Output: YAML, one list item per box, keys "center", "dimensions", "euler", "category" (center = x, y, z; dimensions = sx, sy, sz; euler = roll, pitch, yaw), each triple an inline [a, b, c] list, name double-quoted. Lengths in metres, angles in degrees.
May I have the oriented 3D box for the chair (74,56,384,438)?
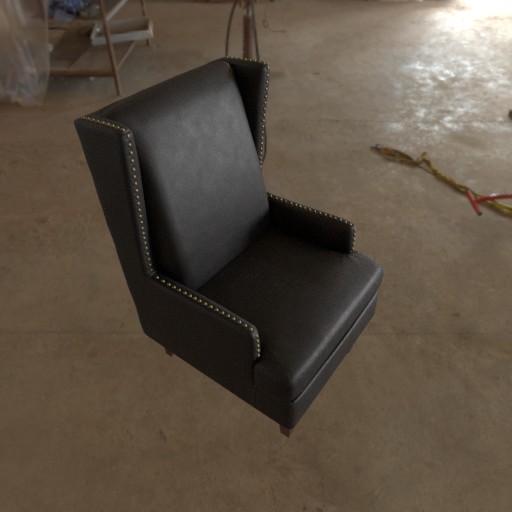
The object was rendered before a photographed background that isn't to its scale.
- center: [0.000, 0.000, 1.642]
  dimensions: [0.799, 1.142, 0.703]
  euler: [26, 48, 26]
  category: "chair"
